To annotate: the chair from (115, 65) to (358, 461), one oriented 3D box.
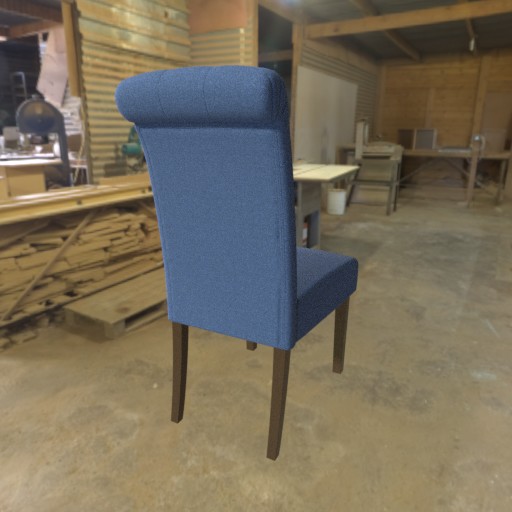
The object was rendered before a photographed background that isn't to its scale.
[{"bbox_3d":[0.000,0.000,1.345,0.456,1.006,0.671,9,19,27],"label":"chair"}]
